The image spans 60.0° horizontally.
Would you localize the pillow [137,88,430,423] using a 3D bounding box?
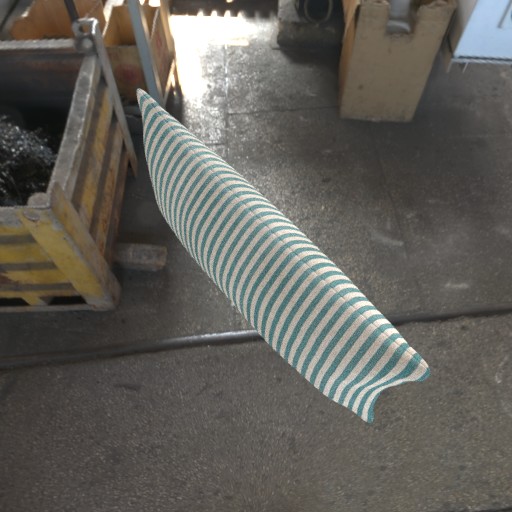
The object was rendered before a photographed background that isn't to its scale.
[{"bbox_3d":[0.000,0.000,0.740,0.151,0.295,0.617,-35,65,-19],"label":"pillow"}]
